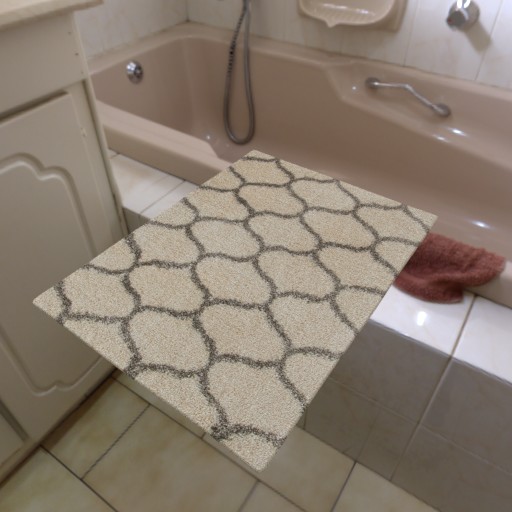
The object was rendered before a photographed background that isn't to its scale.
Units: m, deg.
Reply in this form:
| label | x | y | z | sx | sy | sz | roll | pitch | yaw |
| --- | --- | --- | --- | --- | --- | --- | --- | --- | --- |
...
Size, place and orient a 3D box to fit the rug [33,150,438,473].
| label | x | y | z | sx | sy | sz | roll | pitch | yaw |
| --- | --- | --- | --- | --- | --- | --- | --- | --- | --- |
| rug | 0.000 | 0.000 | 2.099 | 1.200 | 0.025 | 1.600 | 26 | 48 | 26 |
